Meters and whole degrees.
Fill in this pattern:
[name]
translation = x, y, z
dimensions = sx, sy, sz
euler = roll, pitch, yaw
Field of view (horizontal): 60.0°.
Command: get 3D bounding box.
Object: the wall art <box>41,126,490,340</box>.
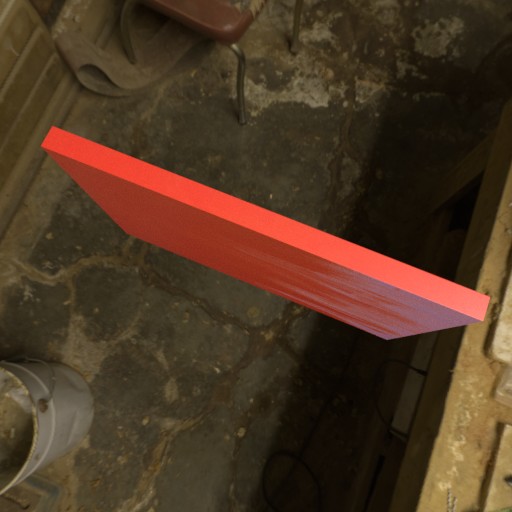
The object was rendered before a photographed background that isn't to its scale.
[wall art]
translation = 0.000, 0.000, 0.762
dimensions = 0.607, 0.405, 0.033
euler = 22, 77, 5
